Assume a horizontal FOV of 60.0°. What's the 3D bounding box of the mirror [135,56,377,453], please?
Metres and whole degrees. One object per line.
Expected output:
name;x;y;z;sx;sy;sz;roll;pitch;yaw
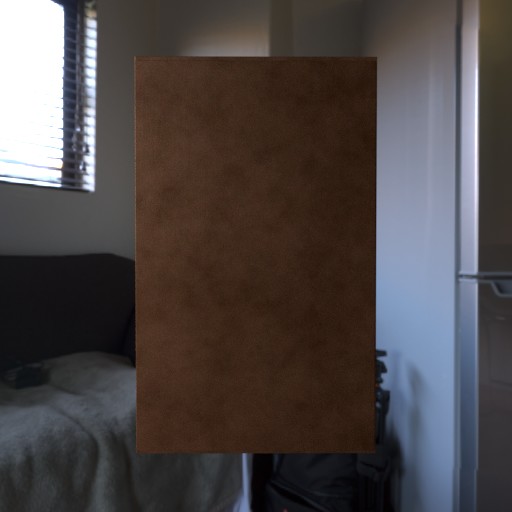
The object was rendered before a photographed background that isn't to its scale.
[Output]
mirror;0.000;0.000;0.896;0.468;0.768;0.082;0;1;0
